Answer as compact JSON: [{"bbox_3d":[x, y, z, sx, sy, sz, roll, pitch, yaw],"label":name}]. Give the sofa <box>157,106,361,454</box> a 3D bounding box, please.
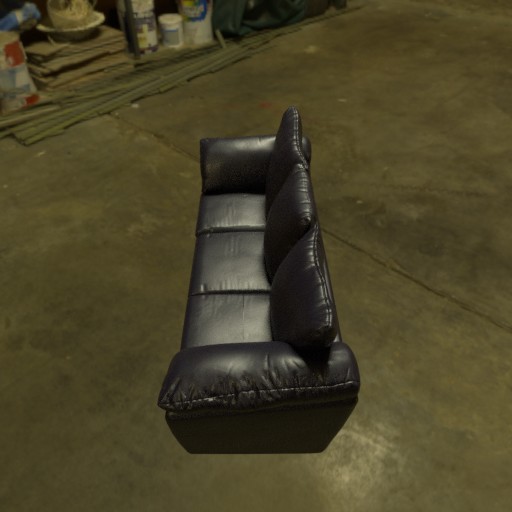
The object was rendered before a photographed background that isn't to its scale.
[{"bbox_3d":[0.000,0.000,2.854,0.880,1.073,2.336,0,42,0],"label":"sofa"}]
